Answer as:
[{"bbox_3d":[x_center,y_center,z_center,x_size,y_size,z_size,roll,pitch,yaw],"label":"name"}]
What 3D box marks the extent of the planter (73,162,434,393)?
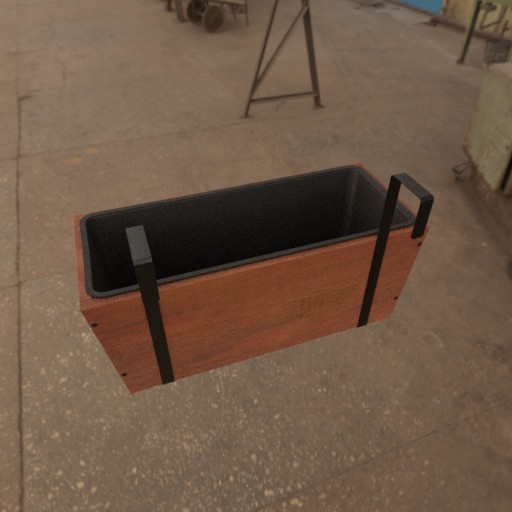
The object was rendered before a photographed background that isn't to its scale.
[{"bbox_3d":[0.000,0.000,0.647,0.480,0.289,0.262,-13,42,-15],"label":"planter"}]
